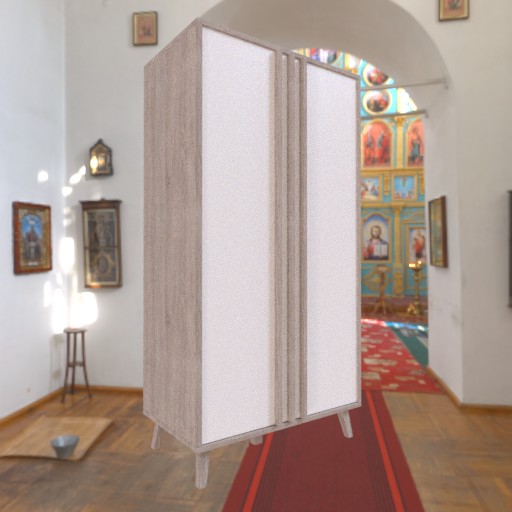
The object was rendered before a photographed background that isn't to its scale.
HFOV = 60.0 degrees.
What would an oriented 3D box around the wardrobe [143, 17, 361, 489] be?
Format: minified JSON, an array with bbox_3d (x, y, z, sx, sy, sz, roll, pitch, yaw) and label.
[{"bbox_3d":[0.000,0.000,2.336,1.000,1.960,0.600,0,0,-36],"label":"wardrobe"}]
